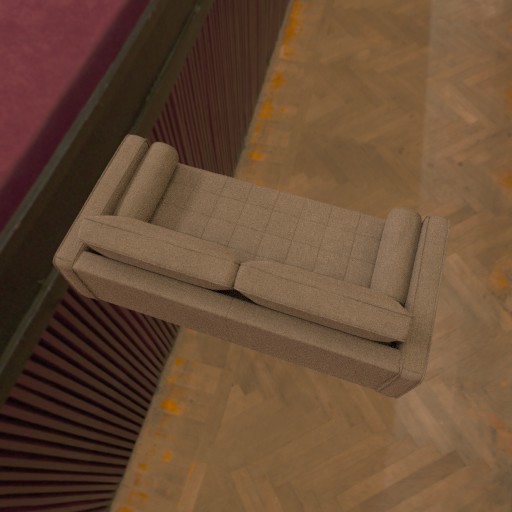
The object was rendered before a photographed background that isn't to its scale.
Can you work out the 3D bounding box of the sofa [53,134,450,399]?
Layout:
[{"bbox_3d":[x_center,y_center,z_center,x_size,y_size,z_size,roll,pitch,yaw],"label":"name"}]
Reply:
[{"bbox_3d":[0.000,0.000,2.422,1.879,0.762,0.914,17,64,8],"label":"sofa"}]
